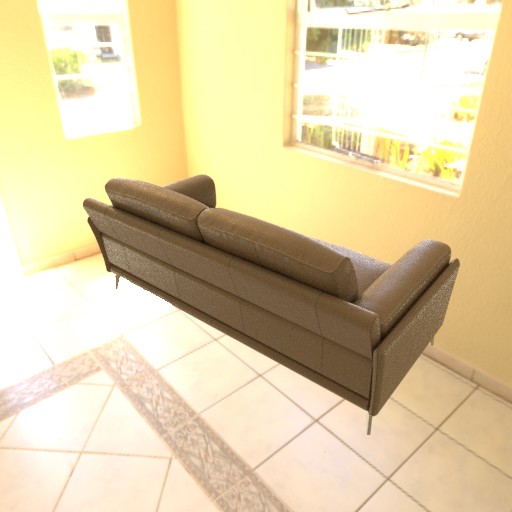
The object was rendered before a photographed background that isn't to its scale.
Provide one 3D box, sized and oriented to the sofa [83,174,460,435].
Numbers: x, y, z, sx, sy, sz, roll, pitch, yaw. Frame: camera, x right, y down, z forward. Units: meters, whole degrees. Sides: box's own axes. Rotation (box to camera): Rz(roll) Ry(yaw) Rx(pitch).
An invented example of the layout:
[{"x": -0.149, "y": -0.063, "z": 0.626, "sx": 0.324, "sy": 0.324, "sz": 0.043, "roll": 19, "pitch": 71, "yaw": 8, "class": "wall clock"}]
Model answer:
[{"x": 0.000, "y": 0.000, "z": 2.732, "sx": 2.101, "sy": 0.930, "sz": 1.049, "roll": 21, "pitch": 35, "yaw": 34, "class": "sofa"}]
